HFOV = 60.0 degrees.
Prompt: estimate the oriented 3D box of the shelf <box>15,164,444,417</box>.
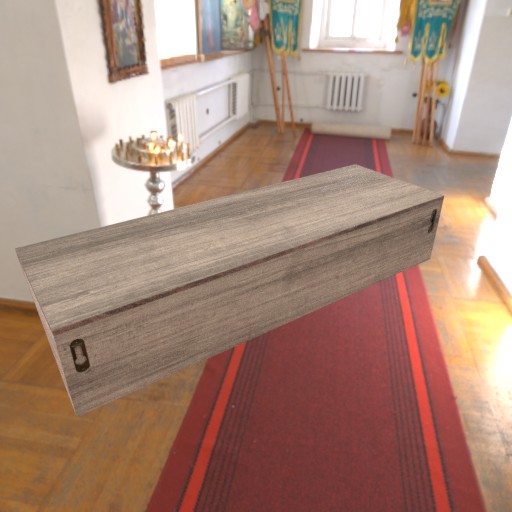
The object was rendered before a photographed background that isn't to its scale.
[{"bbox_3d":[0.000,0.000,0.675,0.610,0.125,0.200,-19,34,-30],"label":"shelf"}]
